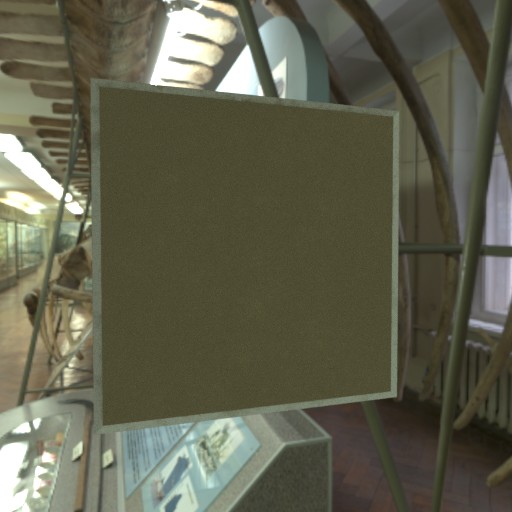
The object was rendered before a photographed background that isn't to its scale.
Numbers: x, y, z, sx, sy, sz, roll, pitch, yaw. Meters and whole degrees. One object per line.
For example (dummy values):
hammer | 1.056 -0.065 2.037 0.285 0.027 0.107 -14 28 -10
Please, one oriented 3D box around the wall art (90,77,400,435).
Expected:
wall art | 0.000 0.000 0.441 0.305 0.303 0.038 -1 2 -18
